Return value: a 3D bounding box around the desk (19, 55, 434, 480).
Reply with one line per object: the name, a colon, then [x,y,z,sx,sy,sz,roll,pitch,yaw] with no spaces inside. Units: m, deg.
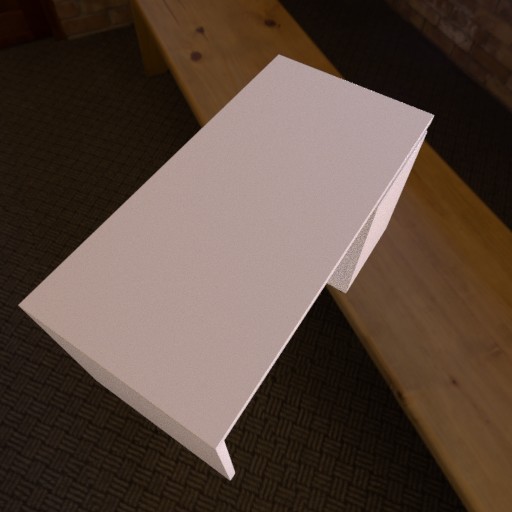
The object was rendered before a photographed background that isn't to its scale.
desk: [0.000,0.000,1.777,0.690,0.740,1.400,29,62,17]
